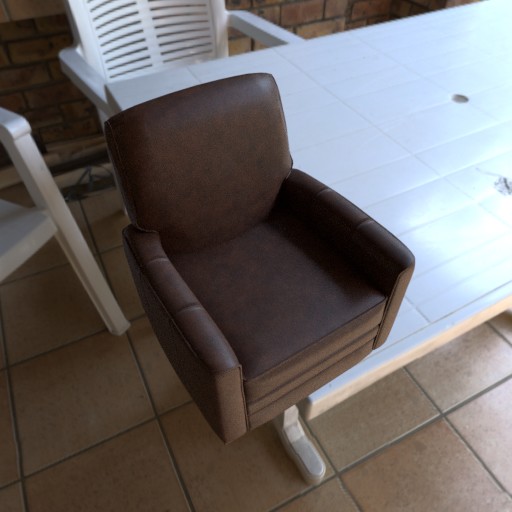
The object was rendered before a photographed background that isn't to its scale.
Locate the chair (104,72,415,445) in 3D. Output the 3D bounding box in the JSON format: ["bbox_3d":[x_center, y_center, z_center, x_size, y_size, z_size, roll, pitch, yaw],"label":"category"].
[{"bbox_3d":[0.000,0.000,1.653,0.839,1.010,0.850,-25,51,-22],"label":"chair"}]
